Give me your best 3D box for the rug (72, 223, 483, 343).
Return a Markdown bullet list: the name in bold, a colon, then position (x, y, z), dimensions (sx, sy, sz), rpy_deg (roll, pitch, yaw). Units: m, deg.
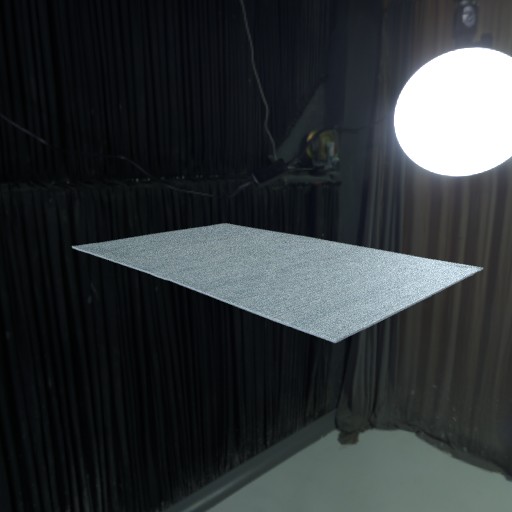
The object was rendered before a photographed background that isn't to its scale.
- **rug**: position (0.000, 0.000, 2.314), dimensions (1.174, 0.022, 1.853), rpy_deg (-13, 18, -43)
